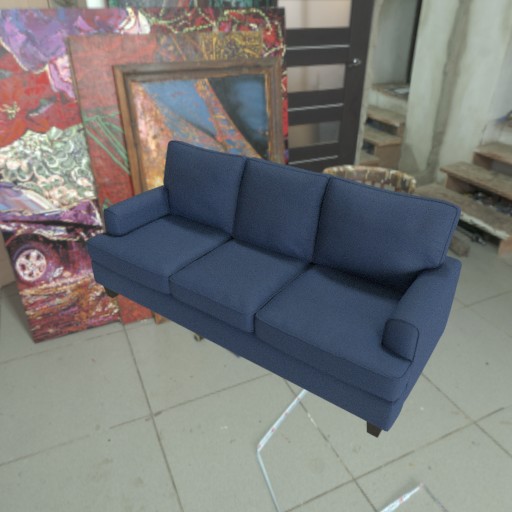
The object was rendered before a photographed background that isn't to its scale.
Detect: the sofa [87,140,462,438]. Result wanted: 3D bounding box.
[{"bbox_3d":[0.000,0.000,2.693,2.158,0.965,0.951,20,36,30],"label":"sofa"}]
